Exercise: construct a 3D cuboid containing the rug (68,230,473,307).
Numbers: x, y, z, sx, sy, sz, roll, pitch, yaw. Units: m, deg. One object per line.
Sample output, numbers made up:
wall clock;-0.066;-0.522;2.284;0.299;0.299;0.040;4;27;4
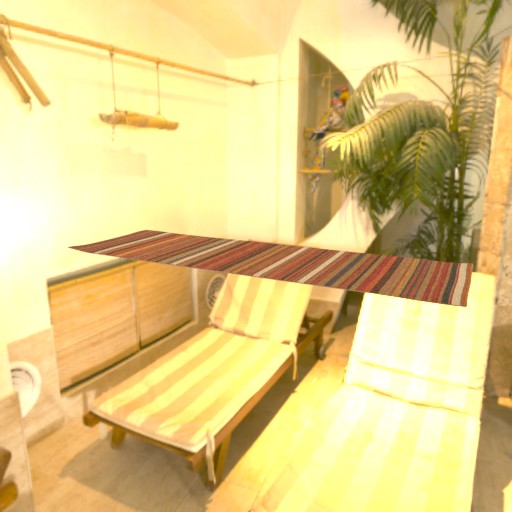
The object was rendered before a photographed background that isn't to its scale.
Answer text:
rug;0.000;0.000;2.782;2.444;0.030;0.799;7;15;26
